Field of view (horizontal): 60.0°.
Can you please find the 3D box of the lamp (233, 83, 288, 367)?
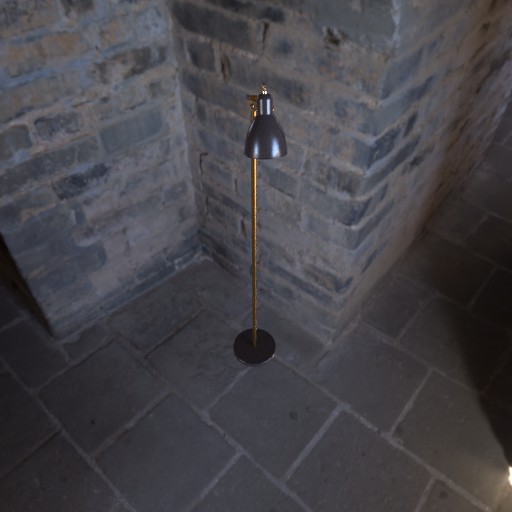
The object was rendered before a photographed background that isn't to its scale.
[{"bbox_3d":[0.000,0.000,1.835,0.235,1.628,0.618,-4,45,-4],"label":"lamp"}]
